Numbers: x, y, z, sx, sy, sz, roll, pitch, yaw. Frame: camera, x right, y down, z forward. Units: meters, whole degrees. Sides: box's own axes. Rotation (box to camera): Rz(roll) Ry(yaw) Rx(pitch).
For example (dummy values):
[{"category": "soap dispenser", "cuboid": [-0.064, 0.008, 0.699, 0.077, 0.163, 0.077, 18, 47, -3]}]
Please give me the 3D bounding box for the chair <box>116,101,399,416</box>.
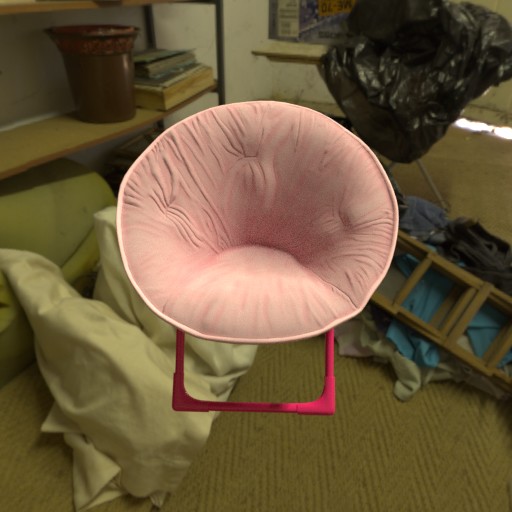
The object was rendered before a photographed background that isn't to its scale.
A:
[{"category": "chair", "cuboid": [0.000, 0.000, 0.886, 0.522, 0.494, 0.459, 1, 33, 2]}]
